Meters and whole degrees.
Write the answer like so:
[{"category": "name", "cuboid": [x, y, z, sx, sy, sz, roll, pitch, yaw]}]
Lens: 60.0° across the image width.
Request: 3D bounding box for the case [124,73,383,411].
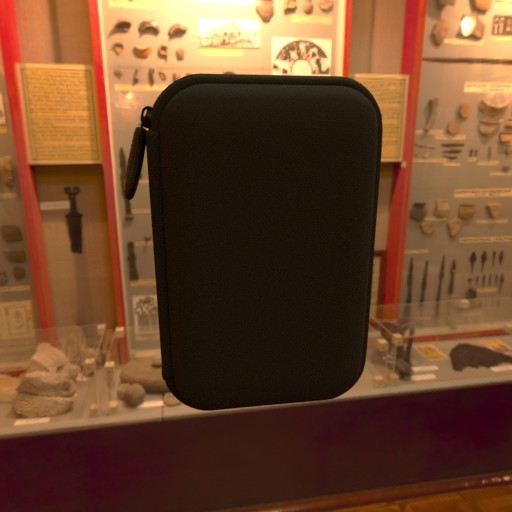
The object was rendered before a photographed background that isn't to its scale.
[{"category": "case", "cuboid": [0.000, 0.000, 0.193, 0.107, 0.147, 0.030, -2, 16, -9]}]
